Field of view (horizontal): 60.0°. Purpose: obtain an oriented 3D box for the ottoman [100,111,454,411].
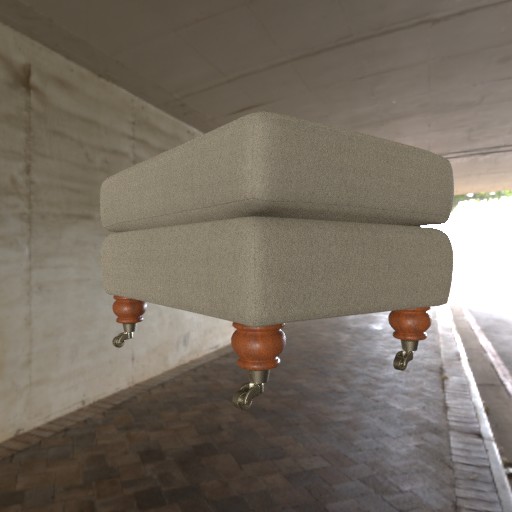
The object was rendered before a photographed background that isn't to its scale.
[{"bbox_3d":[0.000,0.000,1.114,0.569,0.504,0.773,0,0,-36],"label":"ottoman"}]
